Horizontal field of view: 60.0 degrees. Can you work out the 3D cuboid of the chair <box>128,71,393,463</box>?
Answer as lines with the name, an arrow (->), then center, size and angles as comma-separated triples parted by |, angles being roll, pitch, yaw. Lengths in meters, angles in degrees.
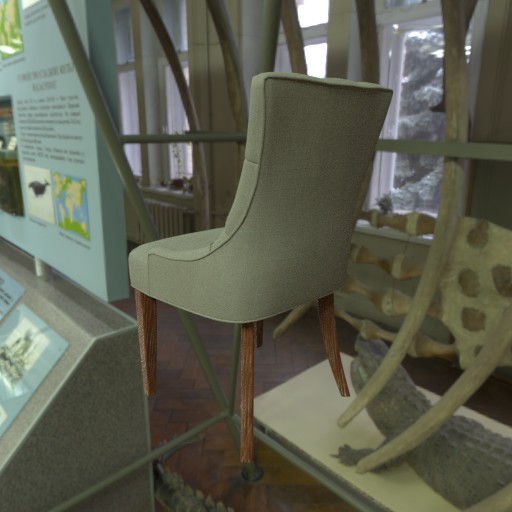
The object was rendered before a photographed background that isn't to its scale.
chair -> 0.000, 0.000, 1.216 | 0.509, 0.874, 0.565 | -14, 21, -41
